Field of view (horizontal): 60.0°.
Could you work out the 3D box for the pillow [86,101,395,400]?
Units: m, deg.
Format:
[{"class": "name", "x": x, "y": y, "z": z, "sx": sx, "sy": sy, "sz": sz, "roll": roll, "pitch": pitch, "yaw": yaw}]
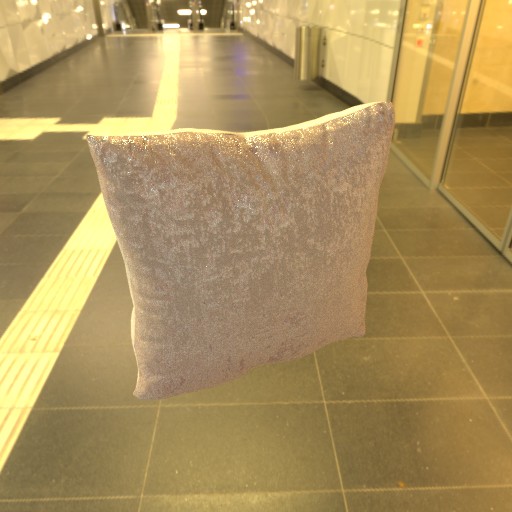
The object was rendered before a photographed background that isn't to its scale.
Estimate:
[{"class": "pillow", "x": 0.000, "y": 0.000, "z": 0.711, "sx": 0.450, "sy": 0.448, "sz": 0.245, "roll": -11, "pitch": 33, "yaw": -18}]
